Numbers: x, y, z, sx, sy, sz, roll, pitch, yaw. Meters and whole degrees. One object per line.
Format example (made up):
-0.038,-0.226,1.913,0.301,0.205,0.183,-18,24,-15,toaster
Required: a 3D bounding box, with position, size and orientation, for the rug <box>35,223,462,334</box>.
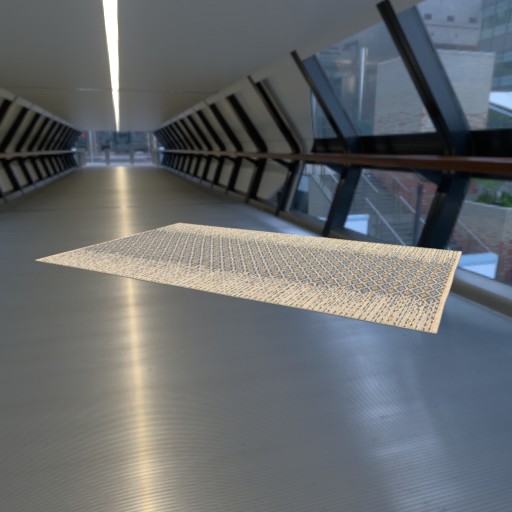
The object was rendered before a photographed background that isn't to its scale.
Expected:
0.000,0.000,2.992,2.448,0.008,1.541,7,16,27,rug
